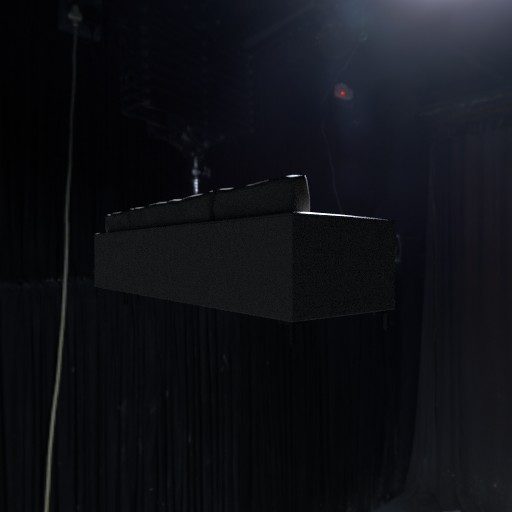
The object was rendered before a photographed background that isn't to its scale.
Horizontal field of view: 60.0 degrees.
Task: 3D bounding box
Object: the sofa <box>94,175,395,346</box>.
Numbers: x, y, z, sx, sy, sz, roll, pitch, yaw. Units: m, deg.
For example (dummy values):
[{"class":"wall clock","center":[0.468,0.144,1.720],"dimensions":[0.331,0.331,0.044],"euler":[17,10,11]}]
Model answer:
[{"class":"sofa","center":[0.000,0.000,4.321],"dimensions":[2.077,0.964,3.331],"euler":[0,0,-38]}]
